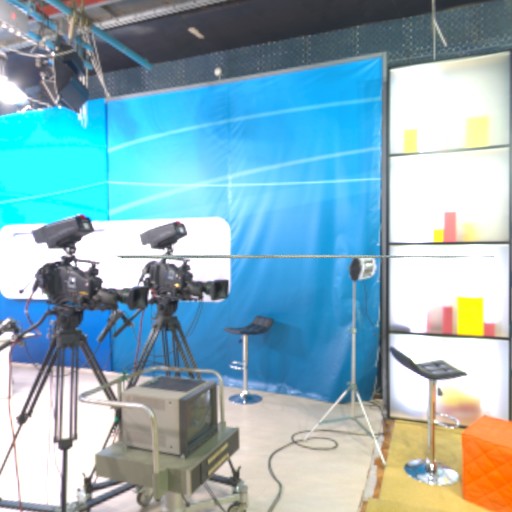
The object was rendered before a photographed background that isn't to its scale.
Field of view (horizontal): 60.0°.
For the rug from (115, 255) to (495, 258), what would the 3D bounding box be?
[{"bbox_3d":[0.000,0.000,4.049,2.440,0.008,3.036,0,0,-18],"label":"rug"}]
